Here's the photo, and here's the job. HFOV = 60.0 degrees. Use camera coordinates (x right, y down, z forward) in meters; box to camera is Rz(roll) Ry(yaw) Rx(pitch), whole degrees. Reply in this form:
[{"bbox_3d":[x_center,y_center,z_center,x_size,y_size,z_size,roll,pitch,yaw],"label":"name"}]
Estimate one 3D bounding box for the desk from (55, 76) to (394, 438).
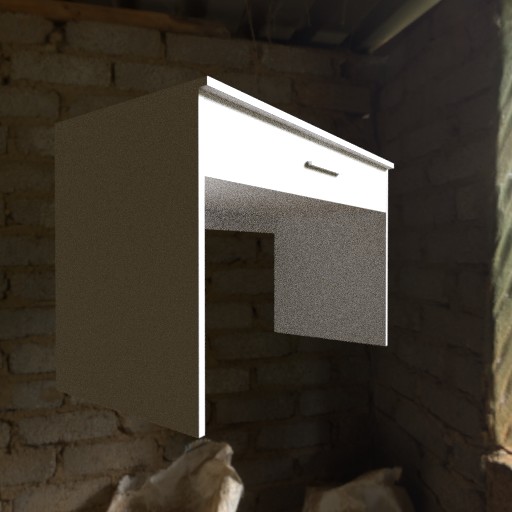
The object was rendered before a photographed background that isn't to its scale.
[{"bbox_3d":[0.000,0.000,1.493,0.560,0.730,1.100,0,1,36],"label":"desk"}]
